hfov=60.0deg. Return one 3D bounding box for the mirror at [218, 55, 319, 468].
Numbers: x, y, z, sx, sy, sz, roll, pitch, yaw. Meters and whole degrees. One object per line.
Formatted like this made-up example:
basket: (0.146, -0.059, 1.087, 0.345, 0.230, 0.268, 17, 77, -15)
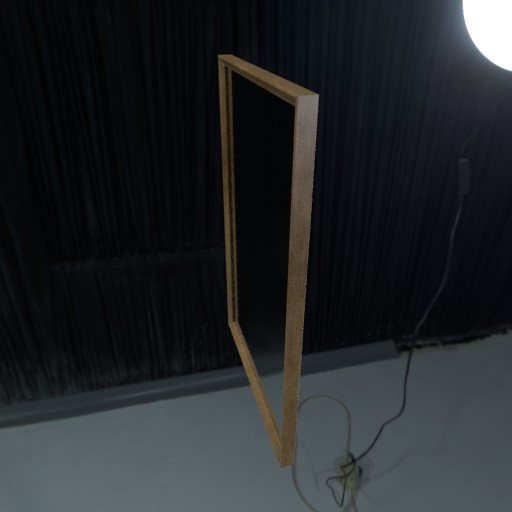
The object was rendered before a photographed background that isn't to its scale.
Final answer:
mirror: (0.000, 0.000, 1.170, 0.041, 0.915, 0.609, -8, 31, -14)
